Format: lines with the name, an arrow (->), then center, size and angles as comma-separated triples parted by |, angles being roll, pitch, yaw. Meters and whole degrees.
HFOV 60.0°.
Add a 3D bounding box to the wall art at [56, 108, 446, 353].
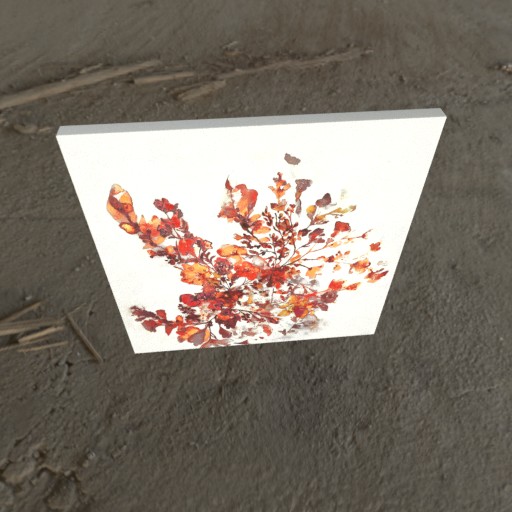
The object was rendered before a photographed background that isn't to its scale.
wall art -> 0.000, 0.000, 1.137 | 0.757, 0.757, 0.037 | -4, 46, -4
